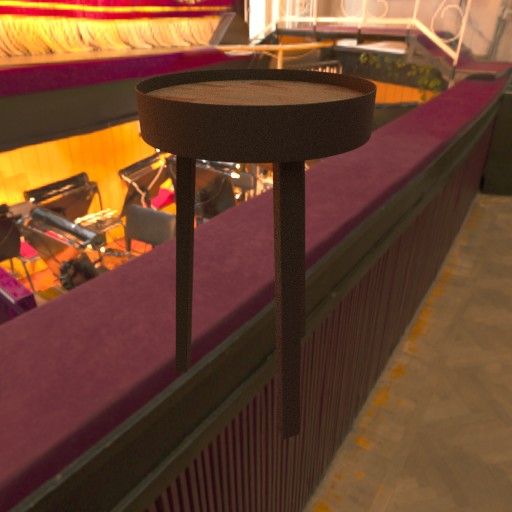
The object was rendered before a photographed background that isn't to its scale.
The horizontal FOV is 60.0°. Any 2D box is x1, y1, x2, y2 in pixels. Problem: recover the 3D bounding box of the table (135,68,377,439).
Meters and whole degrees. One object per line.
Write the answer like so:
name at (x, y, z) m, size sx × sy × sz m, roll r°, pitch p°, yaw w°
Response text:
table at (0.000, 0.000, 0.933) m, size 0.406 × 0.686 × 0.406 m, roll 21°, pitch 36°, yaw 33°
